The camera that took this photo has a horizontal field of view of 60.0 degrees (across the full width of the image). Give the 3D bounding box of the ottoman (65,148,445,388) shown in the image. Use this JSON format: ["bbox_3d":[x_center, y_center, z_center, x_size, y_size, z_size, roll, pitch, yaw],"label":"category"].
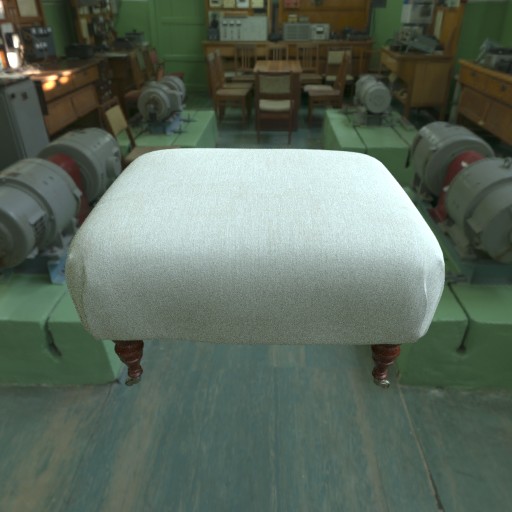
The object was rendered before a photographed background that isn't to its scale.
[{"bbox_3d":[0.000,0.000,1.129,0.747,0.450,0.622,0,30,1],"label":"ottoman"}]
